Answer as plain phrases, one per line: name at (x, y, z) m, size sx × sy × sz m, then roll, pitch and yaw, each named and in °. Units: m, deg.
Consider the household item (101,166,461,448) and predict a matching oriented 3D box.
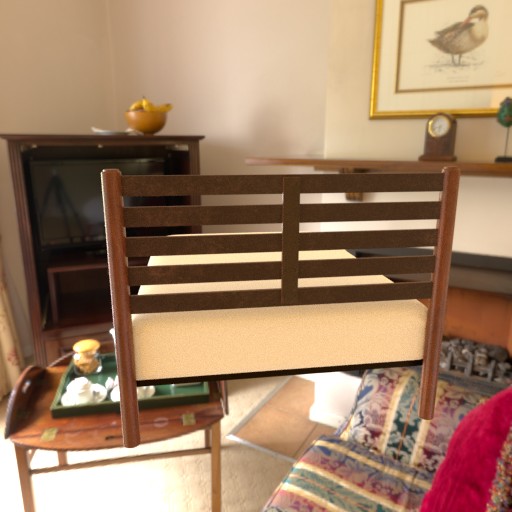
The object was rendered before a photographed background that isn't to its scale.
household item at (0.000, 0.000, 3.211) m, size 1.663 × 1.356 × 2.232 m, roll -2°, pitch 14°, yaw -8°
